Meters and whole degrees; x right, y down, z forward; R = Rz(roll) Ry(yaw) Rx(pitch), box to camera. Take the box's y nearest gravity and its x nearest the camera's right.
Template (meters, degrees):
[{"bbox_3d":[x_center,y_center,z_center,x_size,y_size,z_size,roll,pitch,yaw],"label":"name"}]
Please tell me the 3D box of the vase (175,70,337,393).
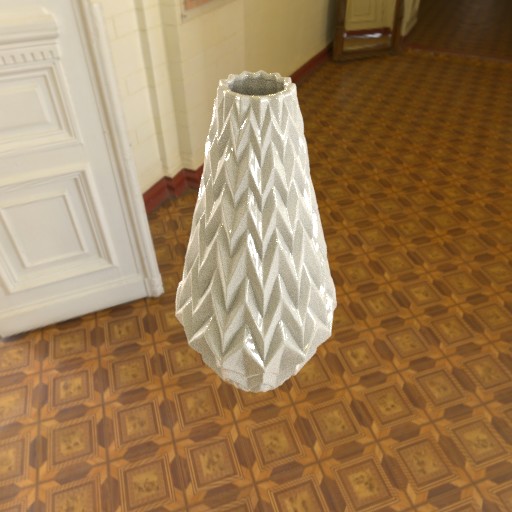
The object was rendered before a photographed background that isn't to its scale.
[{"bbox_3d":[0.000,0.000,0.423,0.167,0.328,0.167,0,41,0],"label":"vase"}]
